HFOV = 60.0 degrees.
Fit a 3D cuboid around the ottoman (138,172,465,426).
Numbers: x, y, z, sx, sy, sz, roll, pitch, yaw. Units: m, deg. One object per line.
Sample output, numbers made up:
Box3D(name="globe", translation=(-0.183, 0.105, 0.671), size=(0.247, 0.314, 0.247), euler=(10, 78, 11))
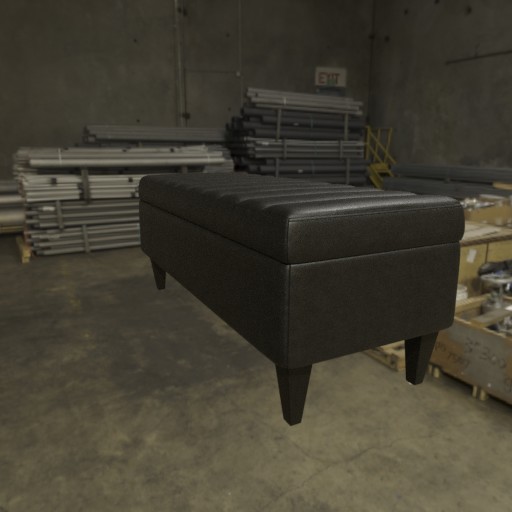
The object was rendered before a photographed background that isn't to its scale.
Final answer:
Box3D(name="ottoman", translation=(0.000, 0.000, 1.413), size=(0.482, 0.469, 1.151), euler=(-7, 15, -26))
